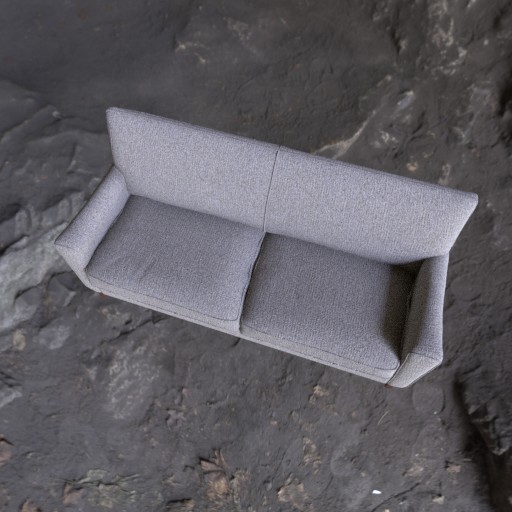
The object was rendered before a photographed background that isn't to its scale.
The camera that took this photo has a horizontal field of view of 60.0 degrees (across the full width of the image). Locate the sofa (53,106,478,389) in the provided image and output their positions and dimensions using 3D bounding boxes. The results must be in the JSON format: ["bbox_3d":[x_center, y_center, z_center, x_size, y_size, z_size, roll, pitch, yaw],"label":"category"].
[{"bbox_3d":[0.000,0.000,2.485,2.026,0.942,0.854,16,60,9],"label":"sofa"}]
